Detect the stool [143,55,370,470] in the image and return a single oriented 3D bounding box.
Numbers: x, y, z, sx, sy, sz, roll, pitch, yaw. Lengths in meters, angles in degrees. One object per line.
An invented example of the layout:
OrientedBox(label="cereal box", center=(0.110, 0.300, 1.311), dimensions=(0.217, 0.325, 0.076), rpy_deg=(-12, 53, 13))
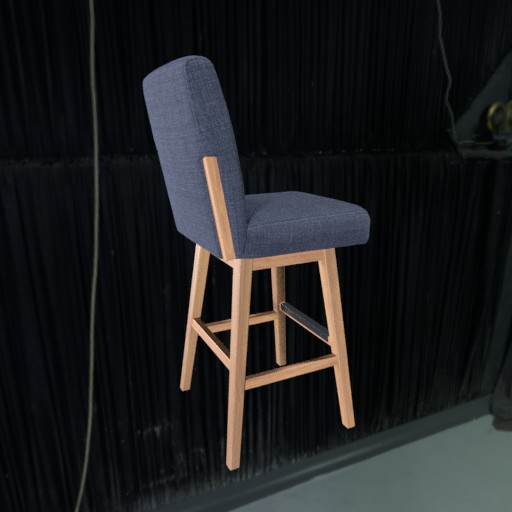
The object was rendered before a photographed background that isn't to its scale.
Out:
OrientedBox(label="stool", center=(0.000, 0.000, 1.417), dimensions=(0.570, 1.112, 0.483), rpy_deg=(-8, 17, -25))
